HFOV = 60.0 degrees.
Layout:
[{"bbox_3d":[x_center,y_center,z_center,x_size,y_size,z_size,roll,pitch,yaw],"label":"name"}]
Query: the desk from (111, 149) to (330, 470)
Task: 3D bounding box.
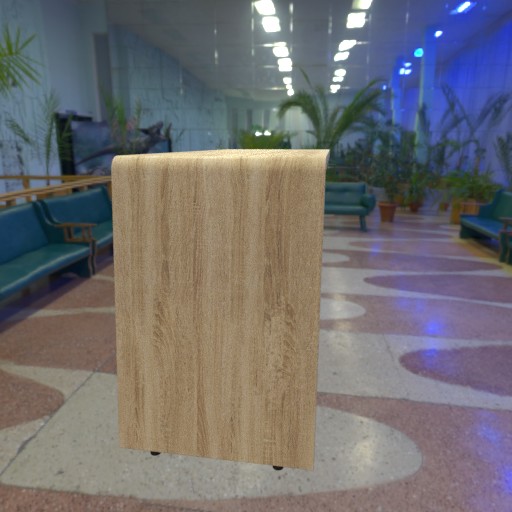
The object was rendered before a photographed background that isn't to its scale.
[{"bbox_3d":[0.000,0.000,1.639,0.500,0.750,1.300,2,14,9],"label":"desk"}]
